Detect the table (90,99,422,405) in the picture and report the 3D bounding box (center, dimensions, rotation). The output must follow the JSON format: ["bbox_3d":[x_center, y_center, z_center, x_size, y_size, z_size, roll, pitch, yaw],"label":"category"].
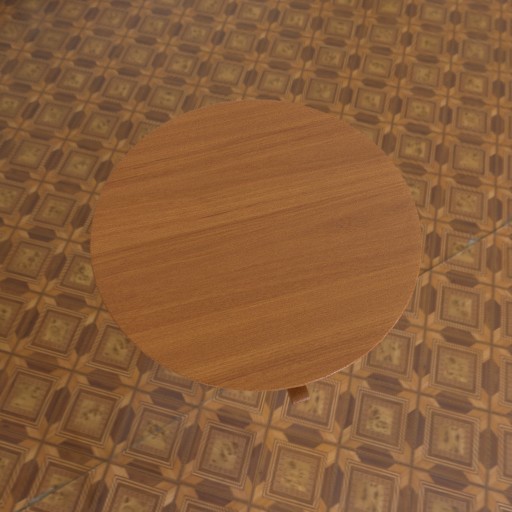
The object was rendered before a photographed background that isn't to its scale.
[{"bbox_3d":[0.000,0.000,1.601,1.029,0.490,1.029,0,64,0],"label":"table"}]
